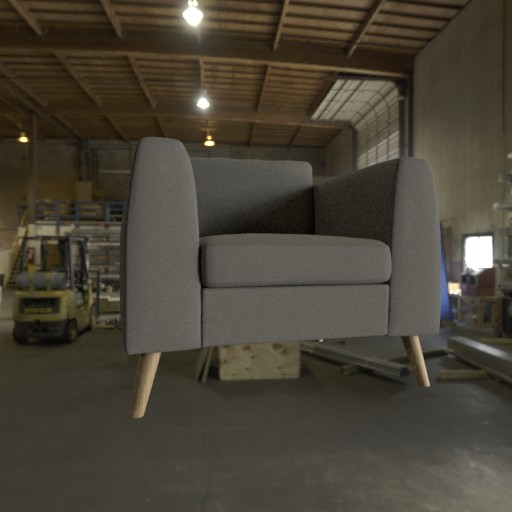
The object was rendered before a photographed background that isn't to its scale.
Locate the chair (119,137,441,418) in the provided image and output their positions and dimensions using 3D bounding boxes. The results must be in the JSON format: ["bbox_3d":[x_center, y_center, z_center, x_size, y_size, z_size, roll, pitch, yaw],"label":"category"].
[{"bbox_3d":[0.000,0.000,1.708,1.000,0.860,0.930,0,0,-18],"label":"chair"}]
